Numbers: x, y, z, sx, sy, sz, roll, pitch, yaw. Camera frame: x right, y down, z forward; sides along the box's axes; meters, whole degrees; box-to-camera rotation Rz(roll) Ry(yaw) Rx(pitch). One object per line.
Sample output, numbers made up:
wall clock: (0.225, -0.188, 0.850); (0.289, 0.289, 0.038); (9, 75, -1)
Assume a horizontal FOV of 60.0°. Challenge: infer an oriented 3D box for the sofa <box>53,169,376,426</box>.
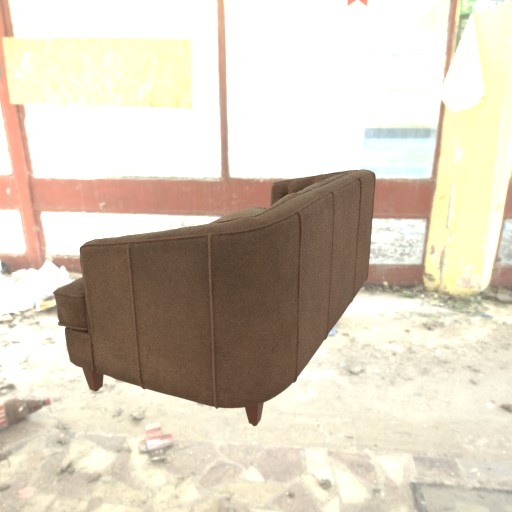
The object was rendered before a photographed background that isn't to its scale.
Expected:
sofa: (0.000, 0.000, 2.241); (0.917, 0.799, 1.767); (8, 19, 25)
